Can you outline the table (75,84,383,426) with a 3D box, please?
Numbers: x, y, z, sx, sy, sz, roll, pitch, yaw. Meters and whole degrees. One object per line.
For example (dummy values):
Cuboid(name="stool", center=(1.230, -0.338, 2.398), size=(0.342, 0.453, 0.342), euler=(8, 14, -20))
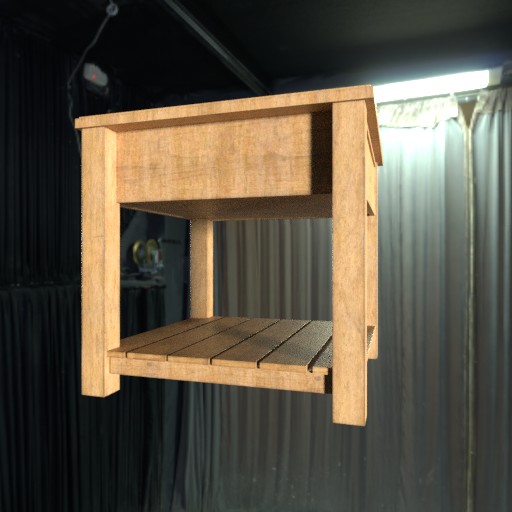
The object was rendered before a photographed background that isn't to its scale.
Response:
Cuboid(name="table", center=(0.000, 0.000, 1.143), size=(0.616, 0.593, 0.612), euler=(0, 0, 17))
